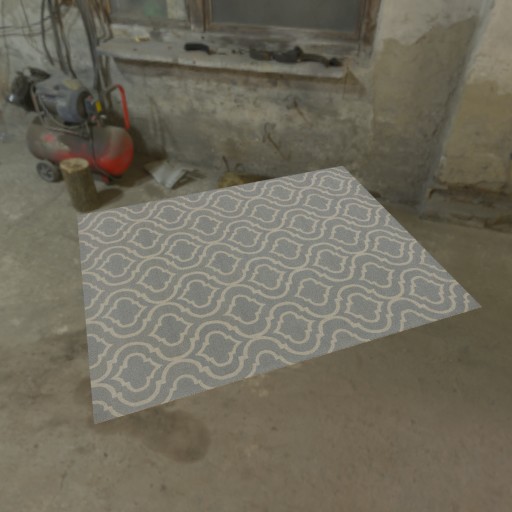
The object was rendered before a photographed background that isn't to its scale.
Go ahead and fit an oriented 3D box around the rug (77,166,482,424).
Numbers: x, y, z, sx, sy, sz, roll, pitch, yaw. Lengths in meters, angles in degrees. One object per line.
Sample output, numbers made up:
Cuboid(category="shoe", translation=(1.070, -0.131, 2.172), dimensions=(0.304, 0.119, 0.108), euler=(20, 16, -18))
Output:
Cuboid(category="rug", translation=(0.000, 0.000, 3.874), dimensions=(2.892, 0.006, 2.283), euler=(-13, 43, -14))
